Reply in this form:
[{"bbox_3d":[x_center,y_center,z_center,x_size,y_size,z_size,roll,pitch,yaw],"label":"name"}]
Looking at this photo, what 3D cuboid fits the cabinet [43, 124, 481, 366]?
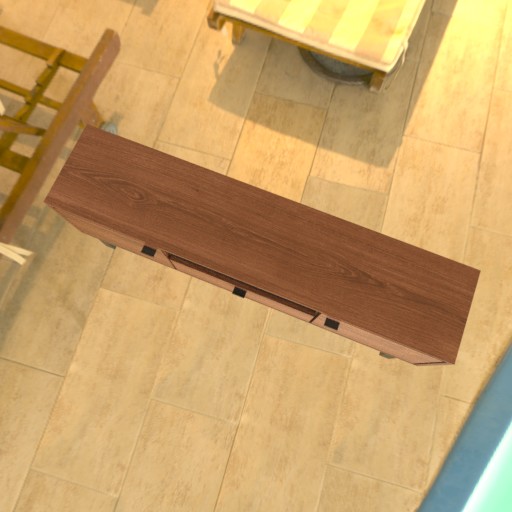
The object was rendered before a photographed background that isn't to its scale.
[{"bbox_3d":[0.000,0.000,1.929,1.650,0.500,0.400,21,76,5],"label":"cabinet"}]
